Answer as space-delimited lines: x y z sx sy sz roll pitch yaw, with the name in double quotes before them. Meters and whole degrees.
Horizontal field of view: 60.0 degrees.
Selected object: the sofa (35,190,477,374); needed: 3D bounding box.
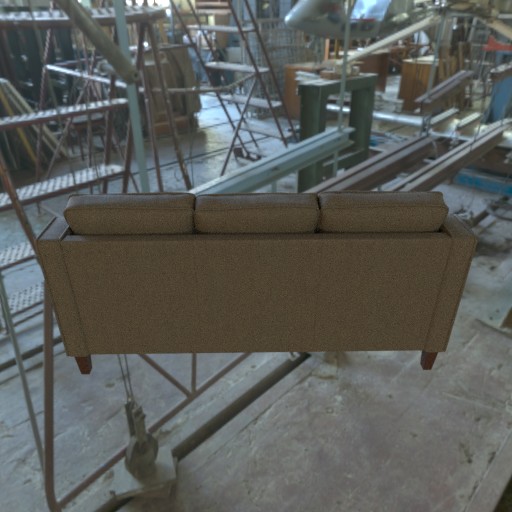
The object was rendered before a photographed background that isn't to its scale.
"sofa" 0.000 0.000 2.532 1.986 0.974 0.911 -1 30 -1
